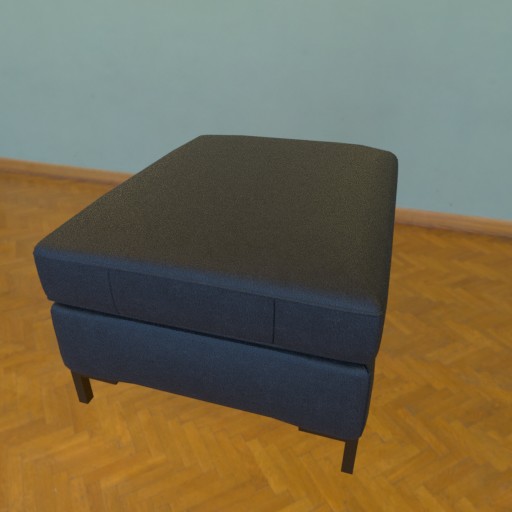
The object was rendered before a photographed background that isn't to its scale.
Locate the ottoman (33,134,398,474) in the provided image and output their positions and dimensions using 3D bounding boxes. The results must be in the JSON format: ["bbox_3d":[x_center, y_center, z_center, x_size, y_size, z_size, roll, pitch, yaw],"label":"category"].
[{"bbox_3d":[0.000,0.000,1.711,0.967,0.696,1.187,9,31,15],"label":"ottoman"}]
